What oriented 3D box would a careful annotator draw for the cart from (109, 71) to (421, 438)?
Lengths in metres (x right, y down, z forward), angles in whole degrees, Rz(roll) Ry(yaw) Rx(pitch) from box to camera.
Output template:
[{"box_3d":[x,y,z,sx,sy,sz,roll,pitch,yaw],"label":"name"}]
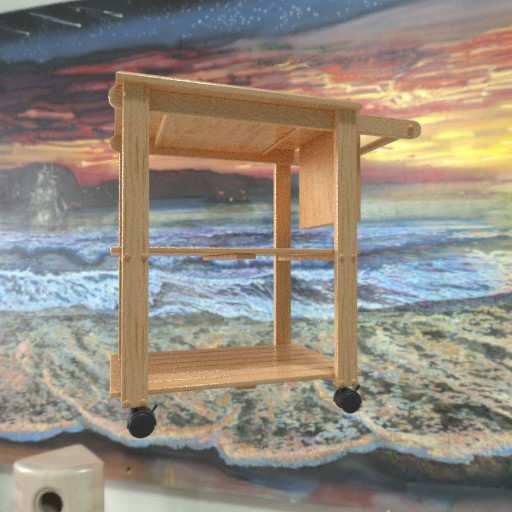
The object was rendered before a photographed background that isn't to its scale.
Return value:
[{"box_3d":[0.000,0.000,1.333,0.843,0.816,0.520,0,-1,-18],"label":"cart"}]
